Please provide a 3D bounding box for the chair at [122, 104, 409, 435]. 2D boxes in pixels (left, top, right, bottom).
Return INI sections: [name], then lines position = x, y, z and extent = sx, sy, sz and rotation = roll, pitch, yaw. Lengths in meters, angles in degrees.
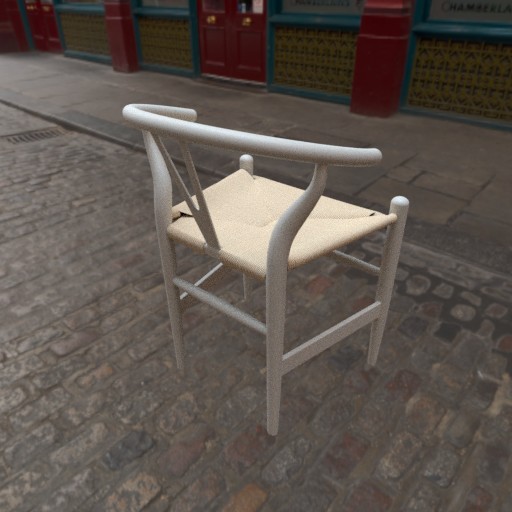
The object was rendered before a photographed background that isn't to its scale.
[chair]
position = 0.000, 0.000, 1.056
extent = 0.533, 0.736, 0.500
rotation = 24, 38, 34
